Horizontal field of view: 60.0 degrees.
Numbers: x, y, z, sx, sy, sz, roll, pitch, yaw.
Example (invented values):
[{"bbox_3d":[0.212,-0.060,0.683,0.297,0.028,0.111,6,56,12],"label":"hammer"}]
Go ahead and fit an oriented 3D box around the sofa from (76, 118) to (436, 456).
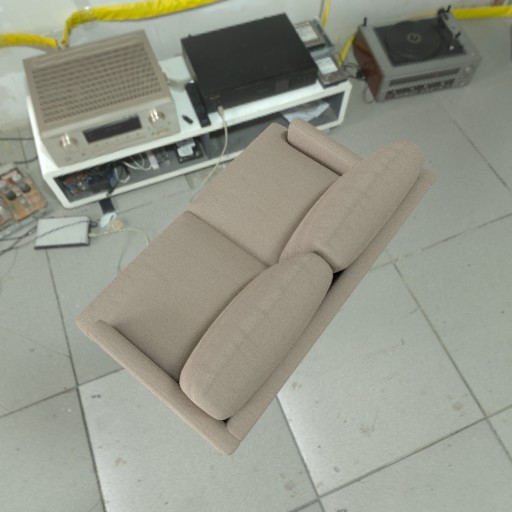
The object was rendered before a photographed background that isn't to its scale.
[{"bbox_3d":[0.000,0.000,2.232,1.004,0.910,1.619,35,69,16],"label":"sofa"}]
